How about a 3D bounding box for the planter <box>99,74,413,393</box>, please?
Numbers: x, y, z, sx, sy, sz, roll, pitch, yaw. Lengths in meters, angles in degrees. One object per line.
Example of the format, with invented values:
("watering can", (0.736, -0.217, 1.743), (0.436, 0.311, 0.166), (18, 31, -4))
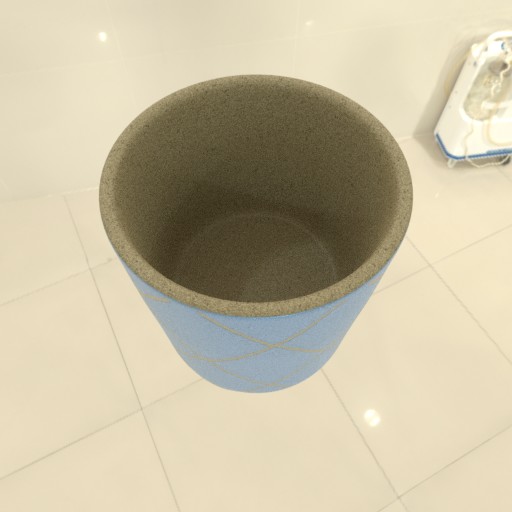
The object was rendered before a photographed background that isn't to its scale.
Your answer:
("planter", (0.000, 0.000, 0.424), (0.227, 0.235, 0.227), (0, 59, 0))
